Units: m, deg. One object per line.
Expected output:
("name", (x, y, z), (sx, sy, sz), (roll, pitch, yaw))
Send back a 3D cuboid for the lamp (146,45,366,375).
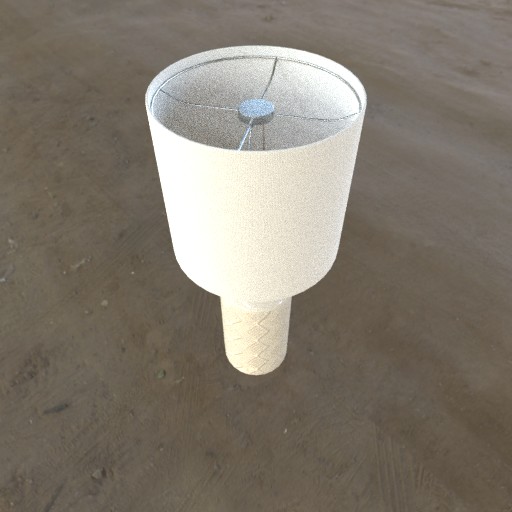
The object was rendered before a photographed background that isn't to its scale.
("lamp", (0.000, 0.000, 0.587), (0.207, 0.461, 0.207), (10, 48, 9))
